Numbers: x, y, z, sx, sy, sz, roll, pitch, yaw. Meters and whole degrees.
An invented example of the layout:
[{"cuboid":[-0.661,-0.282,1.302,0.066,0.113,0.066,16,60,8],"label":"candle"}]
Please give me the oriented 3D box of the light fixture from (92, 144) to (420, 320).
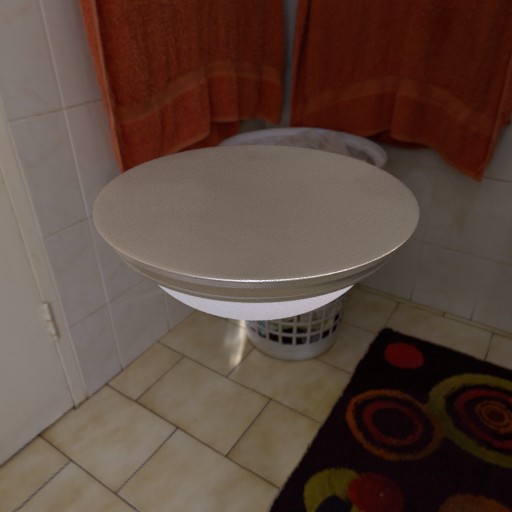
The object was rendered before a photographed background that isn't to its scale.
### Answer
[{"cuboid":[0.000,0.000,0.432,0.280,0.135,0.280,0,31,0],"label":"light fixture"}]
